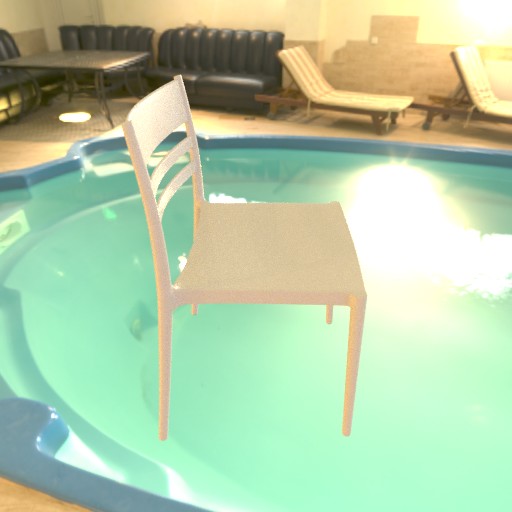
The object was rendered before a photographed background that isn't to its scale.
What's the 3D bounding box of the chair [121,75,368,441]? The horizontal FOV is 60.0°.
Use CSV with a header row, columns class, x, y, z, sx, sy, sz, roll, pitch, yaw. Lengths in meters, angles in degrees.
class,x,y,z,sx,sy,sz,roll,pitch,yaw
chair,0.000,0.000,1.143,0.511,0.800,0.531,1,31,2
